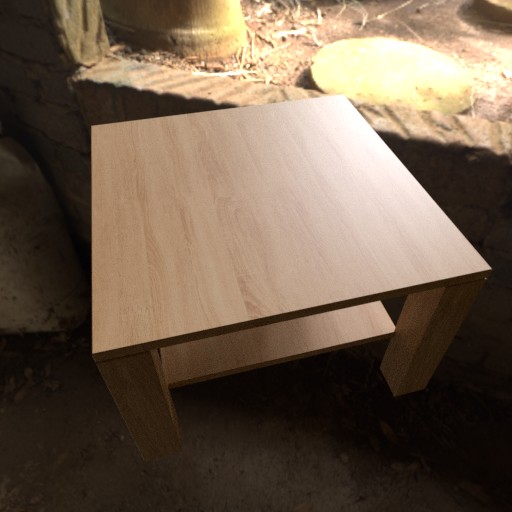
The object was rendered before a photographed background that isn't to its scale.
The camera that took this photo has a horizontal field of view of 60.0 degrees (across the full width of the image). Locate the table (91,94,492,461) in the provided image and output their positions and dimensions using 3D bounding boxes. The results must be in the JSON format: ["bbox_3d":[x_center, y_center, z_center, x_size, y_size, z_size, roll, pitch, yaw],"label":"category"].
[{"bbox_3d":[0.000,0.000,1.133,0.700,0.450,0.700,-11,47,-10],"label":"table"}]
